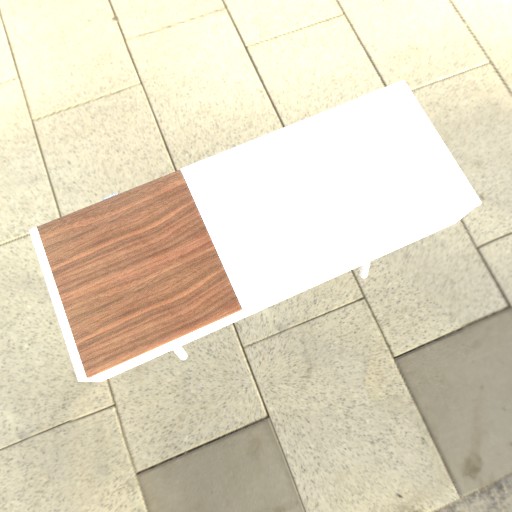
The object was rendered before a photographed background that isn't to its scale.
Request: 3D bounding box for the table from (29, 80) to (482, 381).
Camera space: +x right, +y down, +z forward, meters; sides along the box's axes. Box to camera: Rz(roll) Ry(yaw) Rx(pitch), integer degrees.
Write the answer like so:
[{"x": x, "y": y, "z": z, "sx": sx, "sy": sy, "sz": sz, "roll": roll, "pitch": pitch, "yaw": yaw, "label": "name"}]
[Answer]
[{"x": 0.000, "y": 0.000, "z": 1.490, "sx": 1.066, "sy": 0.785, "sz": 0.418, "roll": -23, "pitch": 75, "yaw": -6, "label": "table"}]
